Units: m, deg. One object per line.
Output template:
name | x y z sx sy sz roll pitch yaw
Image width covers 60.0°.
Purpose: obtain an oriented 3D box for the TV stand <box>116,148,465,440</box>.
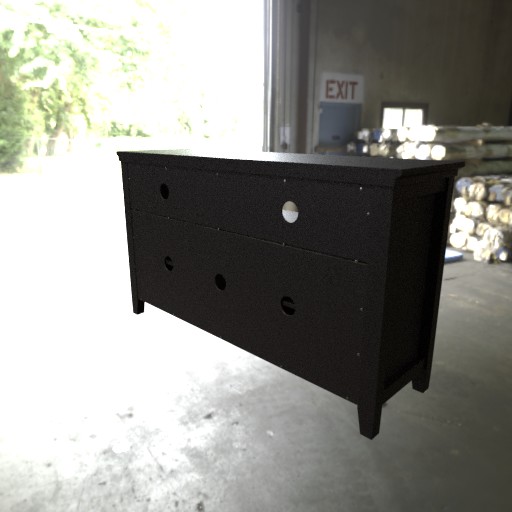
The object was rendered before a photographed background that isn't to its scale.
TV stand | 0.000 0.000 1.534 1.198 0.681 0.347 15 22 43
